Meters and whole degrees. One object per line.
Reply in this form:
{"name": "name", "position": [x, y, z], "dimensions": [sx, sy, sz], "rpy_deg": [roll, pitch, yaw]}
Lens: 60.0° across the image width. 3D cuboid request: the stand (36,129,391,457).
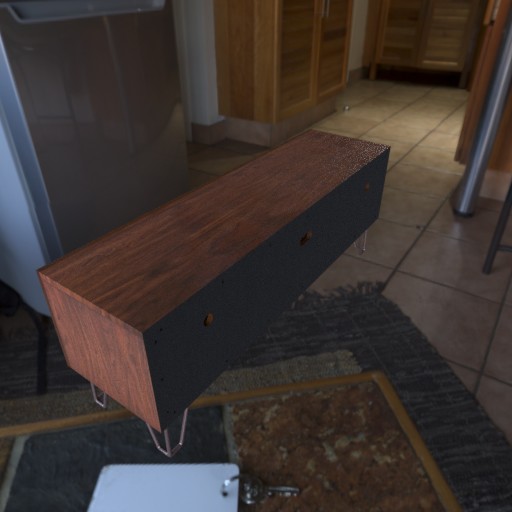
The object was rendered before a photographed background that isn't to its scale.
{"name": "stand", "position": [0.000, 0.000, 1.923], "dimensions": [0.481, 0.610, 1.626], "rpy_deg": [22, 39, 29]}
